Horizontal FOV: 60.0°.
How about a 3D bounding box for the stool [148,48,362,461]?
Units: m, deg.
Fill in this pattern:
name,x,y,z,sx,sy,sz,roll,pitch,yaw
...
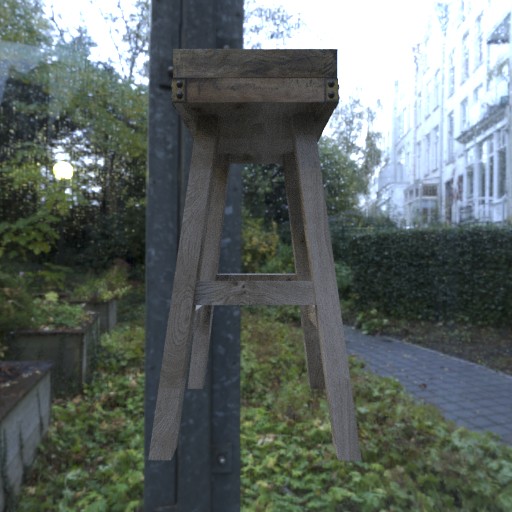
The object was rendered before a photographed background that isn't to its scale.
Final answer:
name,x,y,z,sx,sy,sz,roll,pitch,yaw
stool,0.000,0.000,0.900,0.330,0.635,0.450,0,0,0
